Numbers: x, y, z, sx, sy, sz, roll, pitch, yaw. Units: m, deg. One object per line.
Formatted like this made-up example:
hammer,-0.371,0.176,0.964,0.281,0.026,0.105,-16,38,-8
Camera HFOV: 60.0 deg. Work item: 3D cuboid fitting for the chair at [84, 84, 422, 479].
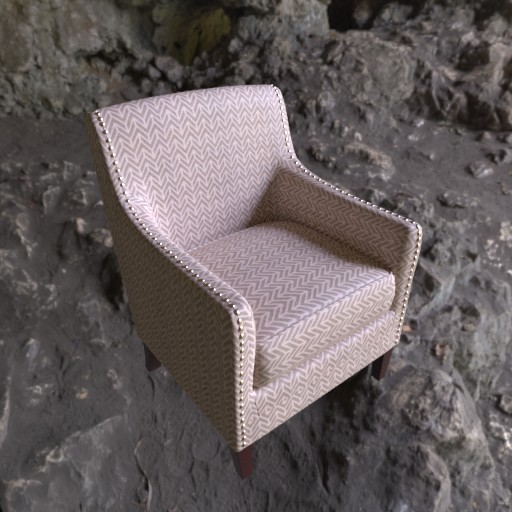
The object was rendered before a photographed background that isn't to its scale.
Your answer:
chair,0.000,0.000,1.264,0.623,0.816,0.651,-22,37,-32
